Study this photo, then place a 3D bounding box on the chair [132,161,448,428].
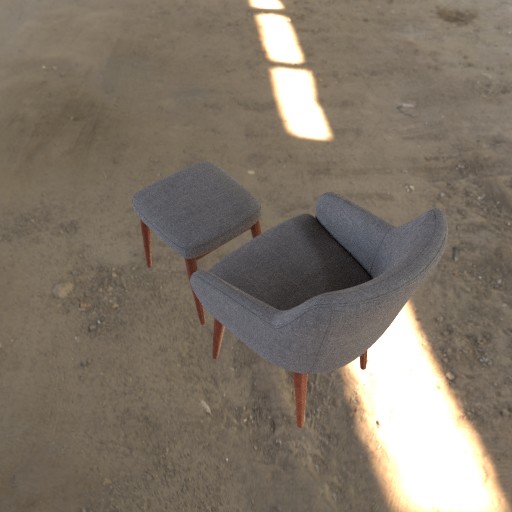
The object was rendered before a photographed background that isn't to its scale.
[{"bbox_3d":[0.000,0.000,1.538,0.584,0.799,1.107,-32,55,-26],"label":"chair"}]
